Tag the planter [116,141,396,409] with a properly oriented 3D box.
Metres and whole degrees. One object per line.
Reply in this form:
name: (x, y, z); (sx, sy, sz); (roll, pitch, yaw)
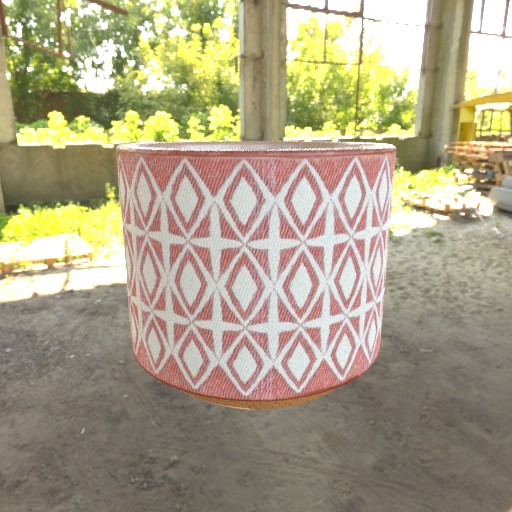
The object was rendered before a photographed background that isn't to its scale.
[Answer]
planter: (0.000, 0.000, 0.483); (0.273, 0.237, 0.273); (0, 16, 0)
